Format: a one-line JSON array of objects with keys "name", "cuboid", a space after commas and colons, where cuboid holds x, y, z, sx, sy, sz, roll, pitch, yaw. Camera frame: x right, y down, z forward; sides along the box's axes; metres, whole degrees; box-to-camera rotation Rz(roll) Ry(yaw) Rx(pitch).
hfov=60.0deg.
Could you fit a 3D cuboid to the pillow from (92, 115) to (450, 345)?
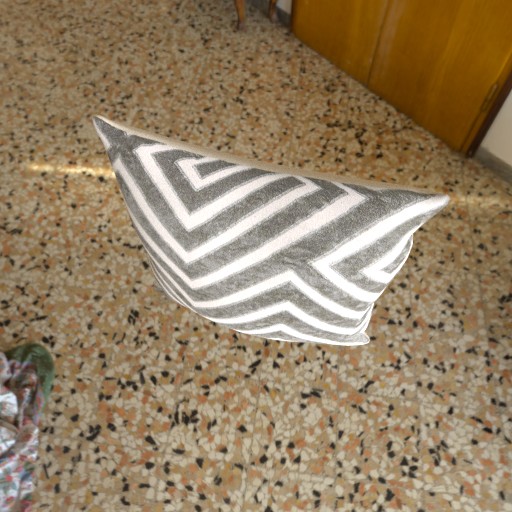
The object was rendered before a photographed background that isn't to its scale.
[{"name": "pillow", "cuboid": [0.000, 0.000, 0.688, 0.440, 0.441, 0.182, 14, 59, 9]}]
